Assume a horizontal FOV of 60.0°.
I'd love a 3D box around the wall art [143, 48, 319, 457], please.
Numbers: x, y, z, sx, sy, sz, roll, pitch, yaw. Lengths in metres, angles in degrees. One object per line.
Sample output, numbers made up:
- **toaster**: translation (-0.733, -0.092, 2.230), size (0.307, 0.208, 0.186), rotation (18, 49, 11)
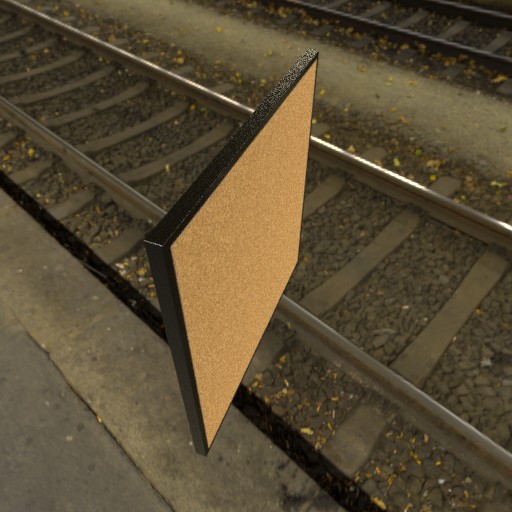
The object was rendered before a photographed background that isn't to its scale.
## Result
- **wall art**: translation (0.000, 0.000, 0.520), size (0.014, 0.349, 0.349), rotation (16, 47, 15)
